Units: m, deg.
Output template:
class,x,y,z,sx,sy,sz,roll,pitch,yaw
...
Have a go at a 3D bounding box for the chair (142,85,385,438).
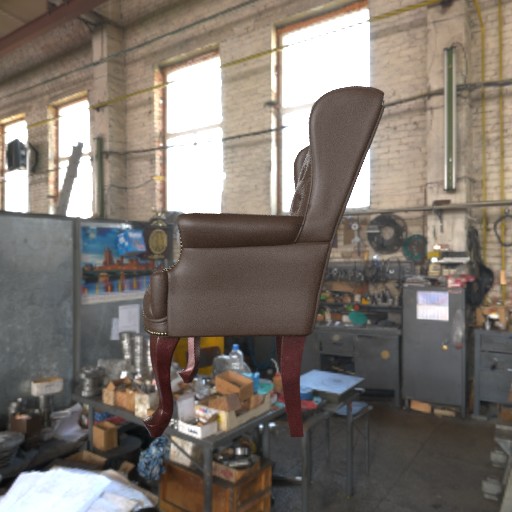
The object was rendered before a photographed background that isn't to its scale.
class,x,y,z,sx,sy,sz,roll,pitch,yaw
chair,0.000,0.000,1.691,0.819,1.132,0.829,0,0,1
